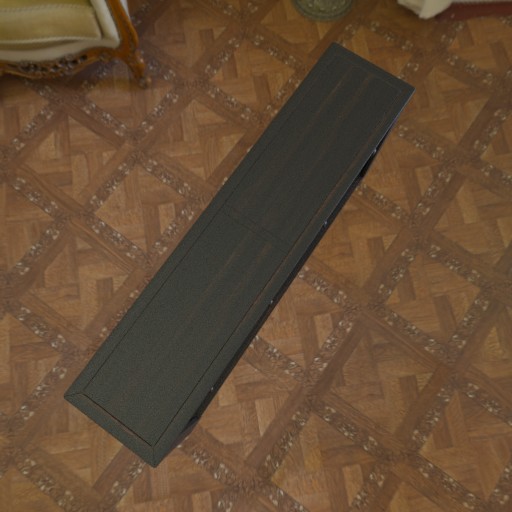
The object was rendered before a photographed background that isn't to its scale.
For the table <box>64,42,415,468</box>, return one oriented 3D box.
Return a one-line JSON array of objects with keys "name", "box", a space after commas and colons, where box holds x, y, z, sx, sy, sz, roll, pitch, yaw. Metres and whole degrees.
[{"name": "table", "box": [0.000, 0.000, 1.926, 0.384, 0.762, 1.631, 34, 78, 8]}]
